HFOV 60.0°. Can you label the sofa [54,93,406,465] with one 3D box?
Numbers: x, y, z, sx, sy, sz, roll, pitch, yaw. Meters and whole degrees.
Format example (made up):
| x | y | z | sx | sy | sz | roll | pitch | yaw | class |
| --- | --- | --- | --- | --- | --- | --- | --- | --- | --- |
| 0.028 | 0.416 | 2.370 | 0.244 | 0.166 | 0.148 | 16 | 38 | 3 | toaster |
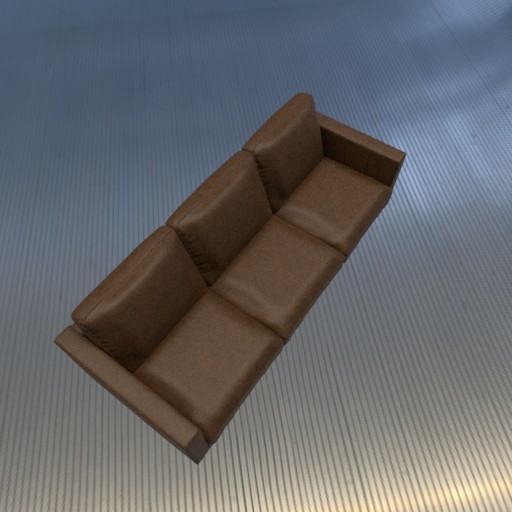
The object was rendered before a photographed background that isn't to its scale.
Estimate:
| x | y | z | sx | sy | sz | roll | pitch | yaw | class |
| --- | --- | --- | --- | --- | --- | --- | --- | --- | --- |
| 0.000 | 0.000 | 2.742 | 0.903 | 0.930 | 2.231 | 31 | 63 | 18 | sofa |
